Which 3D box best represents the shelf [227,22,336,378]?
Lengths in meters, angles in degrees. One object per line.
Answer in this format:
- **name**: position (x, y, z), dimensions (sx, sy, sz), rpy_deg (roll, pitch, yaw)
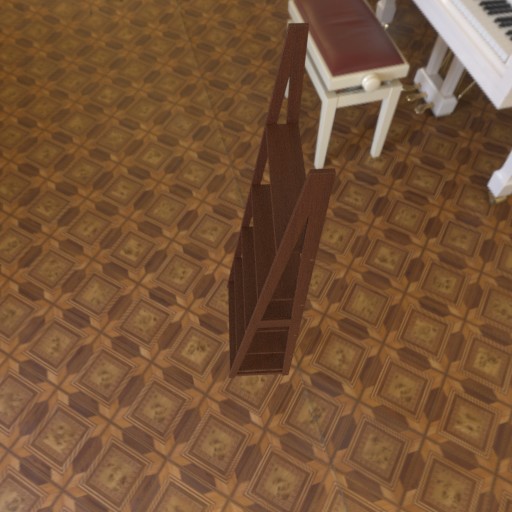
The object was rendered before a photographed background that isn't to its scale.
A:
- **shelf**: position (0.000, 0.000, 1.958), dimensions (0.350, 1.770, 0.600), rpy_deg (-2, 60, -1)
